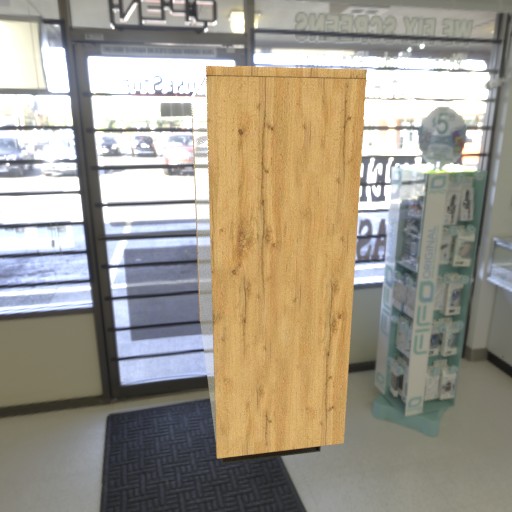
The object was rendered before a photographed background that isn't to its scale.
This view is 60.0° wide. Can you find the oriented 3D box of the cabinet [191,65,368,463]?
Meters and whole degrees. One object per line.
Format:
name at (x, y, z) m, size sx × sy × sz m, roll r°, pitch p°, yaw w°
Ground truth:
cabinet at (0.000, 0.000, 1.954) m, size 0.473 × 1.397 × 1.168 m, roll -3°, pitch 16°, yaw -9°
